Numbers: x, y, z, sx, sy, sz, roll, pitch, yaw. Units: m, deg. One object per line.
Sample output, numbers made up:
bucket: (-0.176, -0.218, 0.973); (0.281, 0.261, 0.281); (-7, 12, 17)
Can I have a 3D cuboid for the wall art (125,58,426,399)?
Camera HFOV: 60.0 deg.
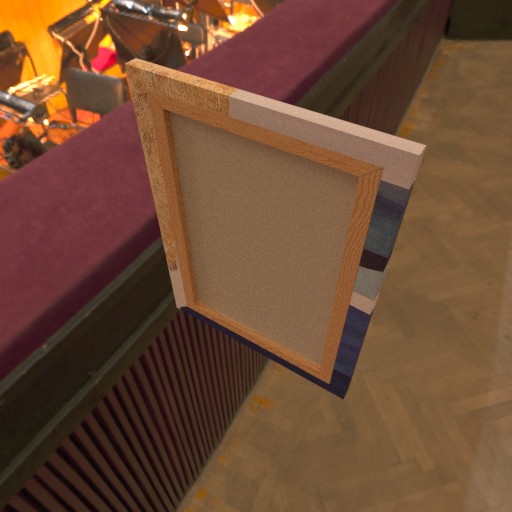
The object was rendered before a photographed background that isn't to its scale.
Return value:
wall art: (0.000, 0.000, 0.820); (0.458, 0.613, 0.026); (25, 51, 22)
